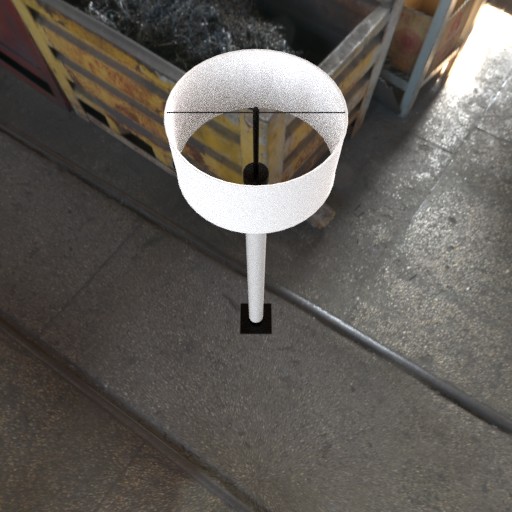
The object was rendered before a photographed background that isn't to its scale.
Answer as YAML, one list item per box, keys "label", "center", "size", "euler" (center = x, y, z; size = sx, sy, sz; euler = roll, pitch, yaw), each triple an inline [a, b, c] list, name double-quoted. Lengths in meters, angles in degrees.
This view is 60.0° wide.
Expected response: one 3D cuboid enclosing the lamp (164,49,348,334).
- label: "lamp"
  center: [0.000, 0.000, 1.658]
  size: [0.420, 1.475, 0.420]
  euler: [0, 63, 0]
